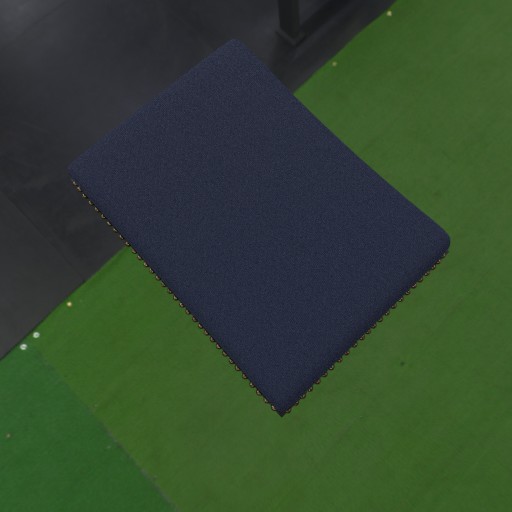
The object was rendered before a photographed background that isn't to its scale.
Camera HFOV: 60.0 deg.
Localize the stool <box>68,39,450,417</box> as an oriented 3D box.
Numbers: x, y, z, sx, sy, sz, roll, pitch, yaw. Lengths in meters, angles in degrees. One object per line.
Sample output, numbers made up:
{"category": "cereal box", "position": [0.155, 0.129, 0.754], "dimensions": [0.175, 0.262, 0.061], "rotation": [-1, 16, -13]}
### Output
{"category": "stool", "position": [0.000, 0.000, 0.934], "dimensions": [0.361, 0.642, 0.500], "rotation": [-42, 80, -10]}
